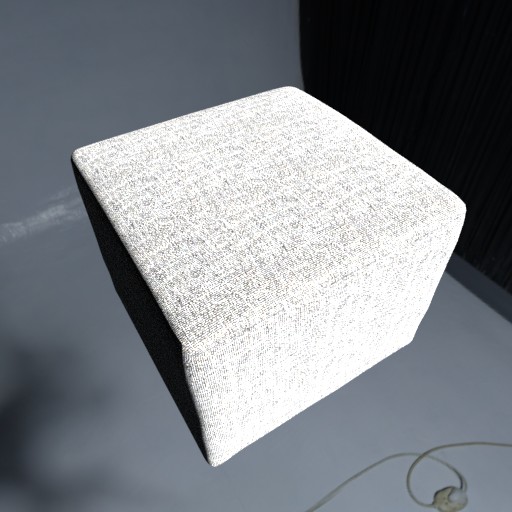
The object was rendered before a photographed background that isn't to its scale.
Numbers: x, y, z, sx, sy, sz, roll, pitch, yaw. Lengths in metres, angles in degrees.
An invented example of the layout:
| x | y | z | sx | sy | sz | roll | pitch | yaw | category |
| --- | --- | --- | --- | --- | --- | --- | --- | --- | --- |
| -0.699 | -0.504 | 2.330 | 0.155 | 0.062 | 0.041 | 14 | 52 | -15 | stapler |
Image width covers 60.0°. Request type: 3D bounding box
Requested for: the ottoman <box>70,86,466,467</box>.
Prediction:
| x | y | z | sx | sy | sz | roll | pitch | yaw | category |
| --- | --- | --- | --- | --- | --- | --- | --- | --- | --- |
| 0.000 | 0.000 | 0.897 | 0.521 | 0.453 | 0.512 | -25 | 51 | -21 | ottoman |
